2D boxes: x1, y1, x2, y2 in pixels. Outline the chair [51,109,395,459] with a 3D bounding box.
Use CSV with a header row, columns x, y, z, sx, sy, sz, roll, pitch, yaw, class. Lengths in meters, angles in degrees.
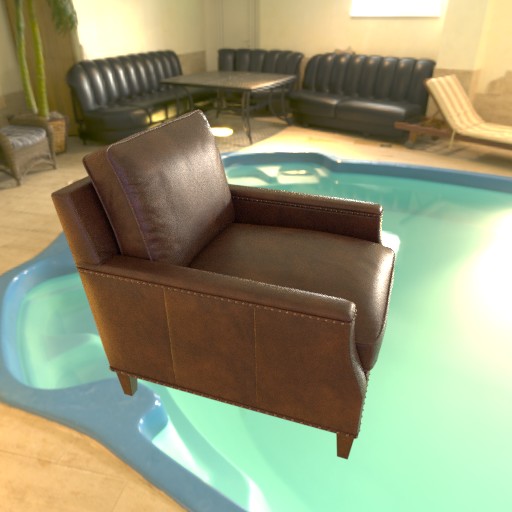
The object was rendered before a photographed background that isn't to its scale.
x,y,z,sx,sy,sz,roll,pitch,yaw,class
0.000,0.000,1.681,1.014,0.929,0.853,10,30,17,chair
